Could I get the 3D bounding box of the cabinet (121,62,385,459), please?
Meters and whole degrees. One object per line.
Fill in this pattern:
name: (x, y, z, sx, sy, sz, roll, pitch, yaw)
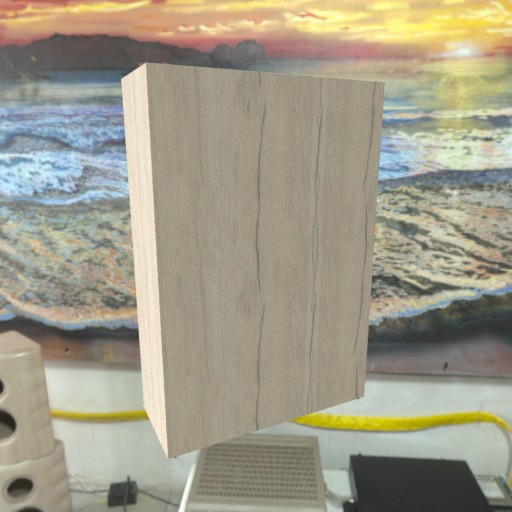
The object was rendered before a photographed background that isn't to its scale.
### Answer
cabinet: (0.000, 0.000, 2.789, 1.400, 2.070, 0.580, -7, 16, -26)
